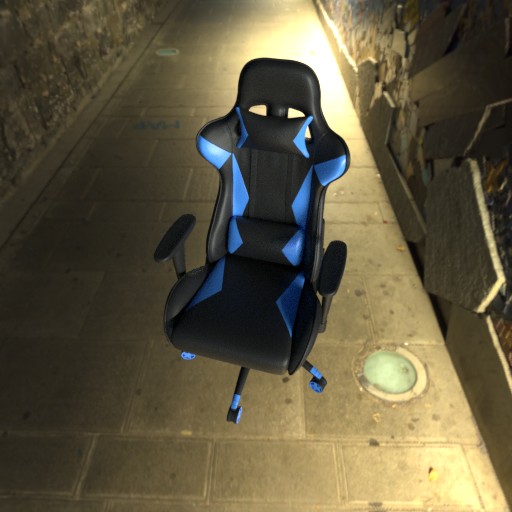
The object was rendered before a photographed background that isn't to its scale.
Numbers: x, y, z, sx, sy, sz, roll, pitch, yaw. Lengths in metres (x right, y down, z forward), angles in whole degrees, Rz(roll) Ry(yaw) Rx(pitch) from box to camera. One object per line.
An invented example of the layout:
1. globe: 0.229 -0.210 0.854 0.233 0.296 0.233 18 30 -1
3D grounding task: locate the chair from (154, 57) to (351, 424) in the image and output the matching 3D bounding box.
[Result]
1. chair: 0.000 0.000 1.691 0.695 1.282 0.730 11 42 12
